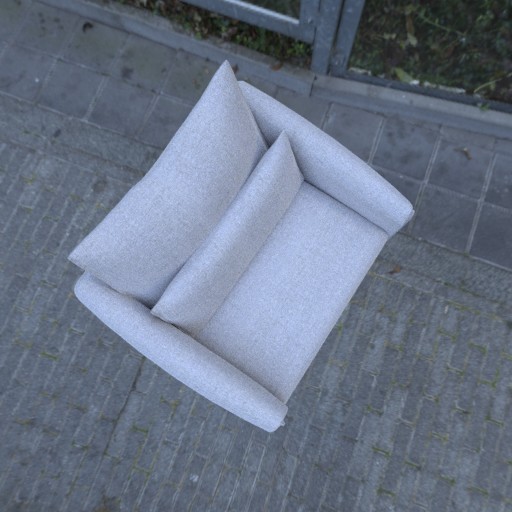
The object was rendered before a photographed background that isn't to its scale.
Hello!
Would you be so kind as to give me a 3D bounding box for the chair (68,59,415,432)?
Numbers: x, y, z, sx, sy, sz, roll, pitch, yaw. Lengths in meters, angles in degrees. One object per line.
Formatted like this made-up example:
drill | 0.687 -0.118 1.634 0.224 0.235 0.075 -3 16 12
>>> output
chair | 0.000 0.000 1.646 0.801 0.856 1.029 33 77 8
